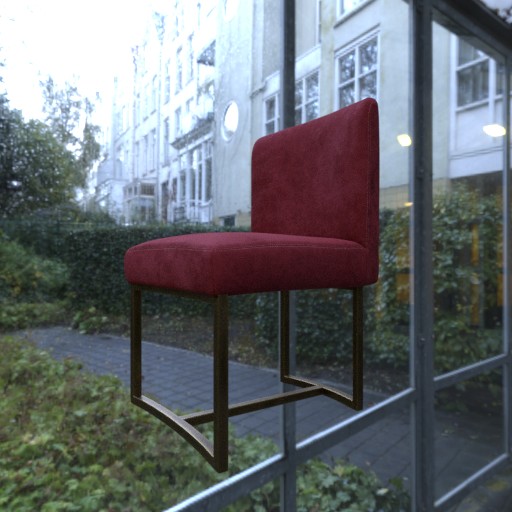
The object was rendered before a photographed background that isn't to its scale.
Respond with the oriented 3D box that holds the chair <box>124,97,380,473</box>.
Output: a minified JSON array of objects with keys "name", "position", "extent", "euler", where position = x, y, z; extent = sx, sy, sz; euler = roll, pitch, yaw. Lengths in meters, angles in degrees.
[{"name":"chair","position":[0.000,0.000,1.188],"extent":[0.560,0.824,0.530],"euler":[0,0,-35]}]
